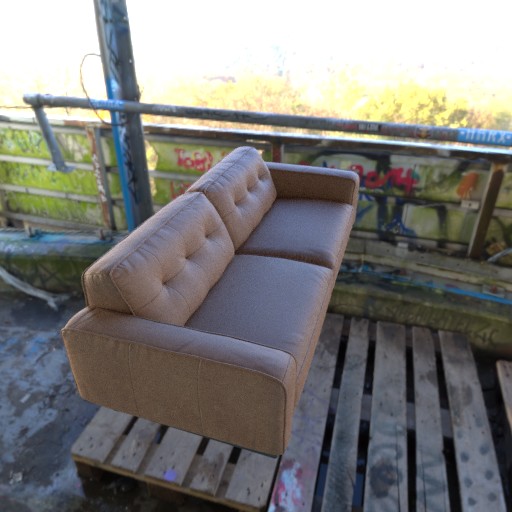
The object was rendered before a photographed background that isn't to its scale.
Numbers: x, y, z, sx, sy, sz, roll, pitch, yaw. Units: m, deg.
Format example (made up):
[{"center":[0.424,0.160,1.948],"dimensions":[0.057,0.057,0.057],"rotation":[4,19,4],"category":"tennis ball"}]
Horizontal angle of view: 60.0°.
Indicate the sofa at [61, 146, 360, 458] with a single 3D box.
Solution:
[{"center":[0.000,0.000,2.644],"dimensions":[0.953,0.780,2.270],"rotation":[9,31,15],"category":"sofa"}]
